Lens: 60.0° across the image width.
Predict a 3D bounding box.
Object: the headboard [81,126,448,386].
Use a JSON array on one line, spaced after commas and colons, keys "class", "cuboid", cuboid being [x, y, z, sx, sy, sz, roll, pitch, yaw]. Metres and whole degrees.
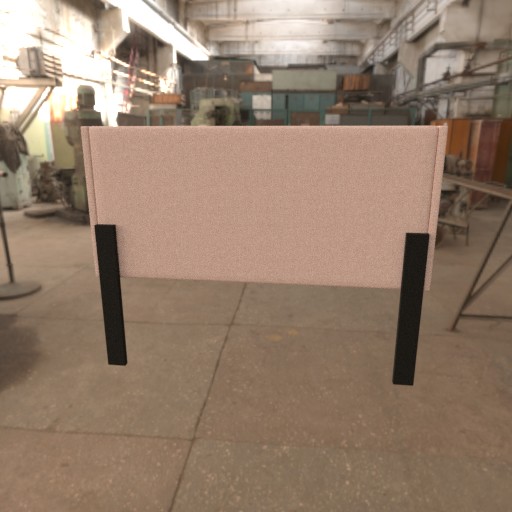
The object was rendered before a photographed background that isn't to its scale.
[{"class": "headboard", "cuboid": [0.000, 0.000, 2.709, 2.051, 1.524, 0.184, 2, 16, 7]}]
